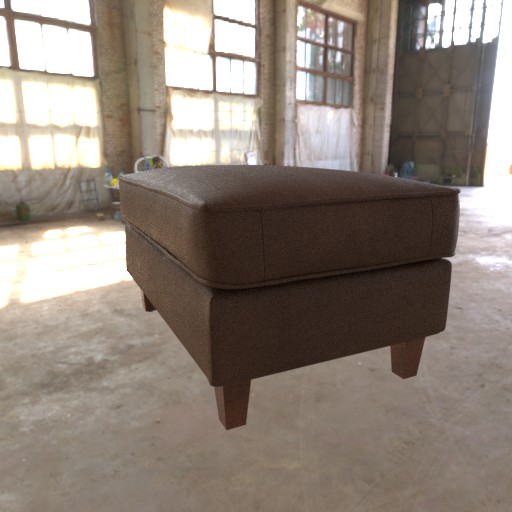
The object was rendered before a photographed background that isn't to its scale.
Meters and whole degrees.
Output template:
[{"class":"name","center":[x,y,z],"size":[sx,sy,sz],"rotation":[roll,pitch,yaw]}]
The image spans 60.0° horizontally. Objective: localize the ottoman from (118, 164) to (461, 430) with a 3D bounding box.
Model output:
[{"class":"ottoman","center":[0.000,0.000,1.206],"size":[0.596,0.481,0.860],"rotation":[-6,15,-25]}]
